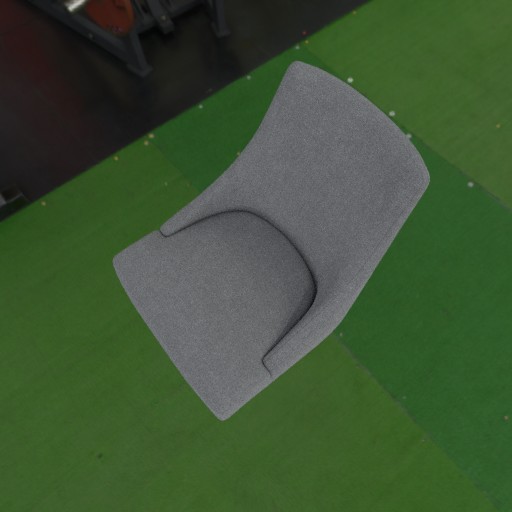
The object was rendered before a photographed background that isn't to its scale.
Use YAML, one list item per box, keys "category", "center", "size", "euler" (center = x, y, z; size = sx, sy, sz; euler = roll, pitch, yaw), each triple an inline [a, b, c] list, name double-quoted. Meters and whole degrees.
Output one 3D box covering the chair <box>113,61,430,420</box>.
- category: "chair"
  center: [0.000, 0.000, 1.535]
  size: [0.861, 0.909, 0.701]
  euler: [-35, 69, -15]
